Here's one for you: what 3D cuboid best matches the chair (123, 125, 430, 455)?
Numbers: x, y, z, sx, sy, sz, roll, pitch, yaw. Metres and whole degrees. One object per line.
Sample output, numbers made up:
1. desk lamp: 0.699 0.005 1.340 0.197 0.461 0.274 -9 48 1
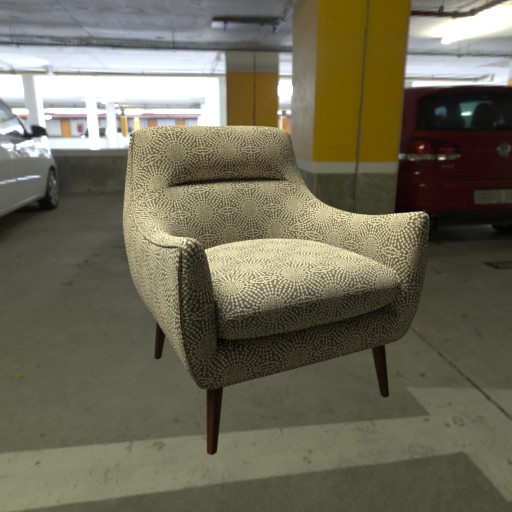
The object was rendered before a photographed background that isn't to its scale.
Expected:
1. chair: 0.000 0.000 1.472 0.762 0.838 0.787 -8 17 -25
